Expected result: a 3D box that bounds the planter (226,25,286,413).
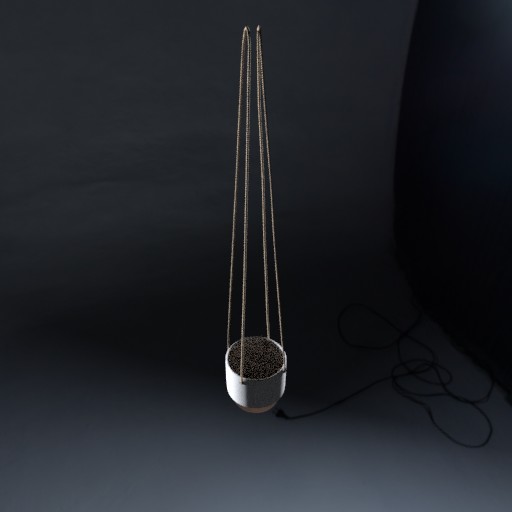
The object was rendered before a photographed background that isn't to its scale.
[{"bbox_3d":[0.000,0.000,0.906,0.146,0.841,0.146,-11,34,-16],"label":"planter"}]
